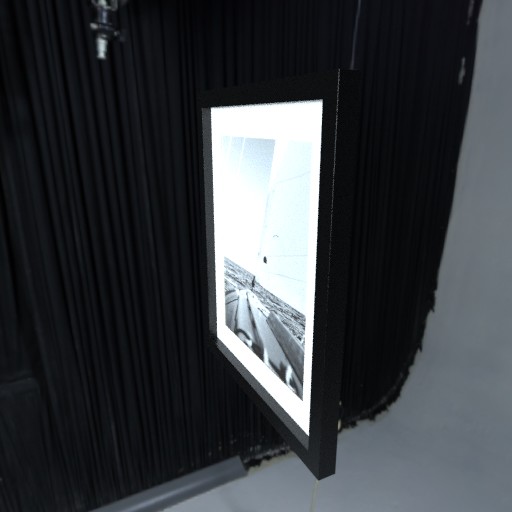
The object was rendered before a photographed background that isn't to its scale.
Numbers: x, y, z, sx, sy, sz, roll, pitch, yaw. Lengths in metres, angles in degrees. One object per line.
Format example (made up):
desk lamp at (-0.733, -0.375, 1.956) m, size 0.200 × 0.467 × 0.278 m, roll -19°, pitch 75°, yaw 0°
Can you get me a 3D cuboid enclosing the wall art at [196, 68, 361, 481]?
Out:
wall art at (0.000, 0.000, 0.770) m, size 0.031 × 0.558 × 0.461 m, roll -8°, pitch 19°, yaw -26°
